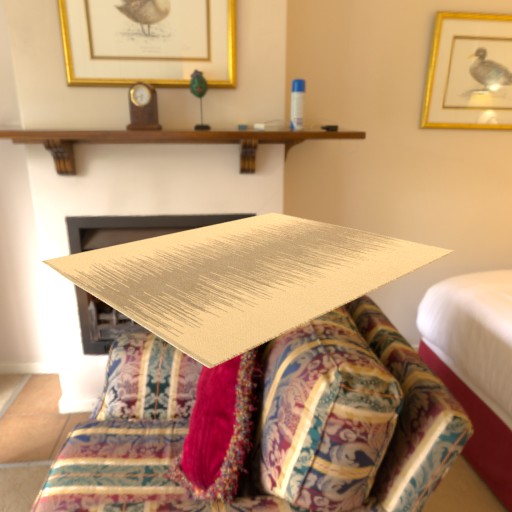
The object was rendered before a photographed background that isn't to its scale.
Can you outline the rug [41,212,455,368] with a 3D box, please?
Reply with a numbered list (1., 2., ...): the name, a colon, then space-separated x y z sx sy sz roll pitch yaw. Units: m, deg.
1. rug: 0.000 0.000 4.146 3.037 0.010 2.453 -16 24 -41
